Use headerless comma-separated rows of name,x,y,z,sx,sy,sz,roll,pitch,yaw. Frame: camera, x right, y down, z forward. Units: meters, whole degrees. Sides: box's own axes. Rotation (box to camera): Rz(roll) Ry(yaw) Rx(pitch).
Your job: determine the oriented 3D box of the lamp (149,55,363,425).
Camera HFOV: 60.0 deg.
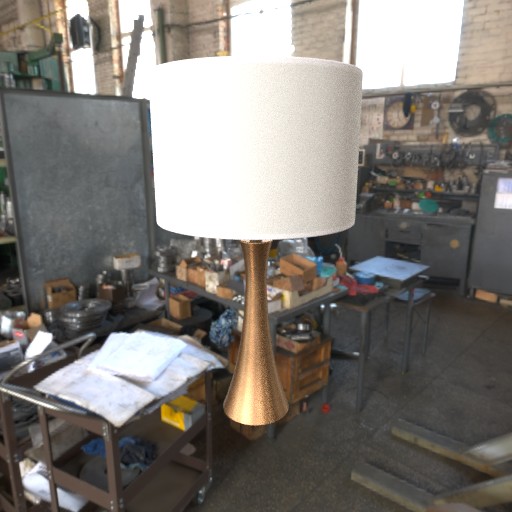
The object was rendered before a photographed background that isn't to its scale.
lamp,0.000,0.000,0.627,0.268,0.479,0.268,2,15,9
